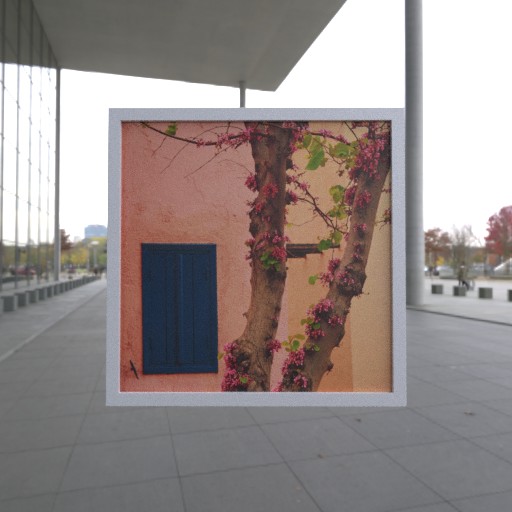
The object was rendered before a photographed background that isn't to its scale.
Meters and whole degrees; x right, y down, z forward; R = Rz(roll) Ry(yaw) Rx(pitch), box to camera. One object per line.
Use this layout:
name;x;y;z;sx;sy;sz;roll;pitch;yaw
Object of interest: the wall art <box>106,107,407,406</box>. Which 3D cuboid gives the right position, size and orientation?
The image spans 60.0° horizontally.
wall art;0.000;0.000;0.772;0.507;0.508;0.038;0;-1;0
